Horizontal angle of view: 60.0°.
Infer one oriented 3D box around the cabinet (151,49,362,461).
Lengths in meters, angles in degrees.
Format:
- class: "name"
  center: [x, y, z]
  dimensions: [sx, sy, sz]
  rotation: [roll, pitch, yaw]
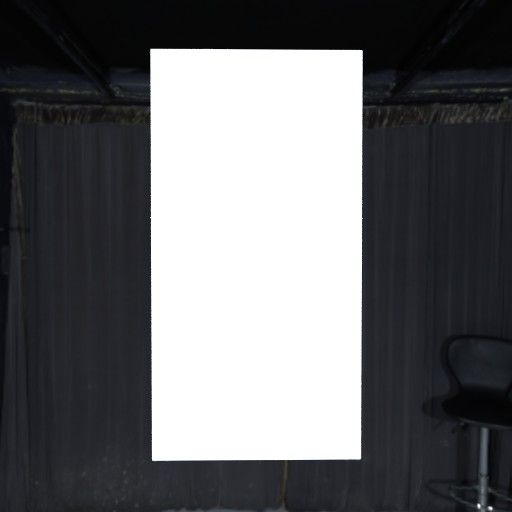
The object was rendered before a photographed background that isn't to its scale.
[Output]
- class: "cabinet"
  center: [0.000, 0.000, 2.359]
  dimensions: [0.980, 1.920, 0.580]
  rotation: [0, 1, -1]
